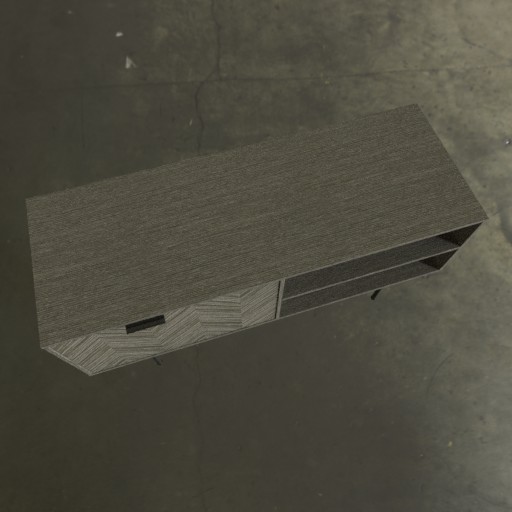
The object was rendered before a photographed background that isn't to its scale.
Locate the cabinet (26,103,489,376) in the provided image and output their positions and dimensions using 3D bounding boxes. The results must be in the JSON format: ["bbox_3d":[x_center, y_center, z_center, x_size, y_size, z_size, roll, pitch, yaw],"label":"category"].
[{"bbox_3d":[0.000,0.000,1.586,1.300,0.599,0.500,-16,65,-7],"label":"cabinet"}]
